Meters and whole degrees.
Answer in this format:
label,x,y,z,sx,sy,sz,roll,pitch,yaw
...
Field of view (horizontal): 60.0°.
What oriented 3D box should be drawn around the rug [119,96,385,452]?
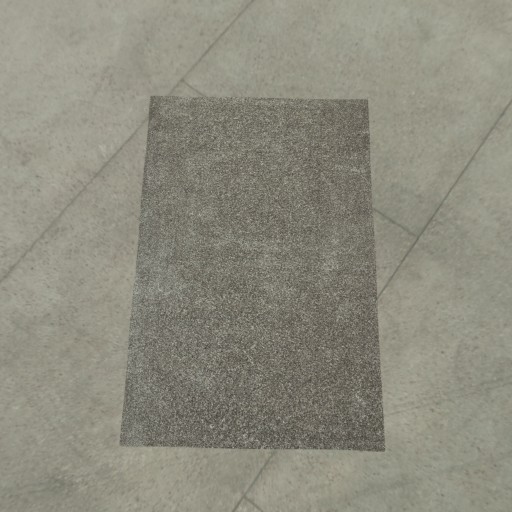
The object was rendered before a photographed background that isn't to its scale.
label,x,y,z,sx,sy,sz,roll,pitch,yaw
rug,0.000,0.000,3.338,1.802,0.026,2.699,1,76,0
